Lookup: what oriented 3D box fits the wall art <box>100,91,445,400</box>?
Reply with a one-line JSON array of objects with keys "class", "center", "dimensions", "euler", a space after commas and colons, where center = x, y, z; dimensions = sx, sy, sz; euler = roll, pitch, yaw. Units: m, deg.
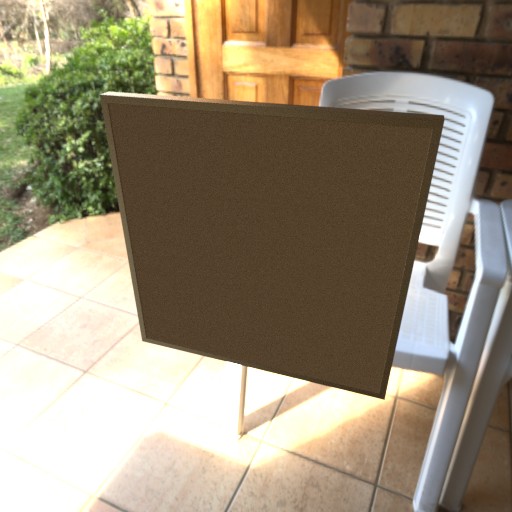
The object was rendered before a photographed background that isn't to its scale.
[{"class": "wall art", "center": [0.000, 0.000, 1.149], "dimensions": [0.762, 0.762, 0.038], "euler": [10, 32, 16]}]
